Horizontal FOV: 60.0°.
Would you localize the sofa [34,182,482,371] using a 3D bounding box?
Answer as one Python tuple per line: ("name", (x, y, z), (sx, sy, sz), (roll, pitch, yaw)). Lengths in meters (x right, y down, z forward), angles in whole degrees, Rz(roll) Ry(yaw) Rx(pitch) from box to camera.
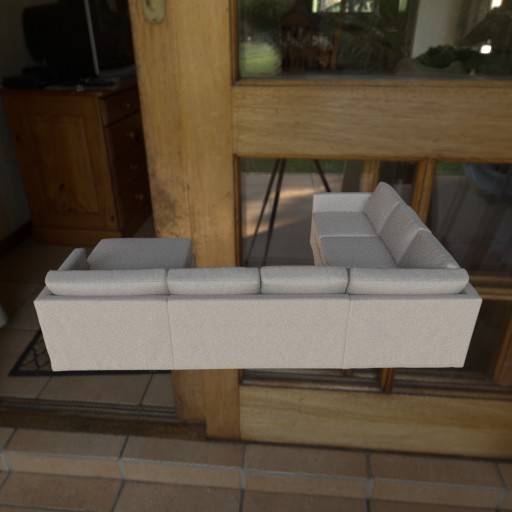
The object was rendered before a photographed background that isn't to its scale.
("sofa", (0.000, 0.000, 4.550), (3.460, 0.882, 2.427), (0, 28, -1))
